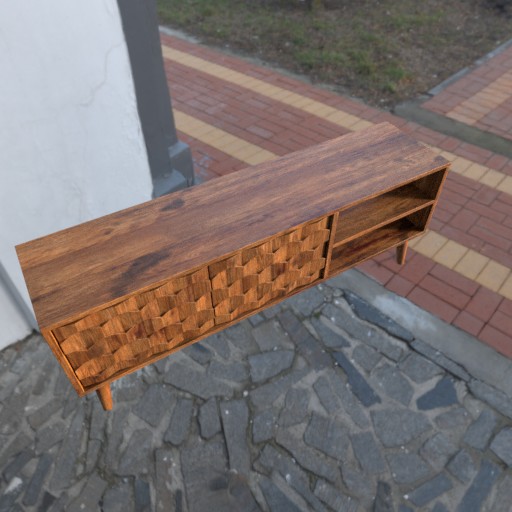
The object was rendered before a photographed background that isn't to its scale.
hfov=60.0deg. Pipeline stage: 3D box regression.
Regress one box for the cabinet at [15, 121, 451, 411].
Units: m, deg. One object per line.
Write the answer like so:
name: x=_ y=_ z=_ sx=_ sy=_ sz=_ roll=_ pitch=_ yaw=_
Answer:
cabinet: x=0.000 y=0.000 z=1.648 sx=1.448 sy=0.528 sz=0.349 roll=-23 pitch=50 yaw=-21
